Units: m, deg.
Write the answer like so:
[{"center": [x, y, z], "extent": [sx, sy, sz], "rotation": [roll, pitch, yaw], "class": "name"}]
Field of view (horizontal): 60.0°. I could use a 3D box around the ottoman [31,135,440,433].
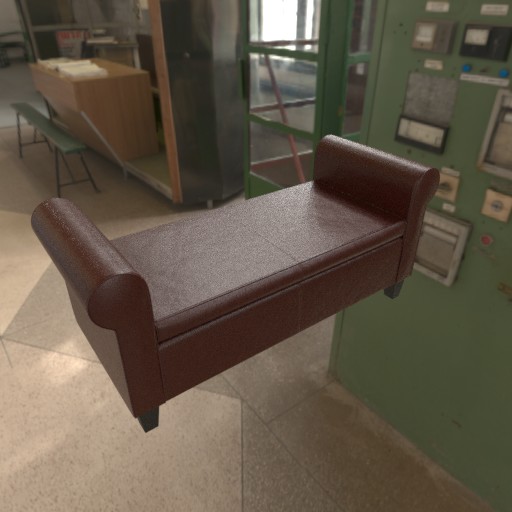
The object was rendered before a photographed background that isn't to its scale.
[{"center": [0.000, 0.000, 1.540], "extent": [1.256, 0.547, 0.521], "rotation": [-21, 37, -30], "class": "ottoman"}]
